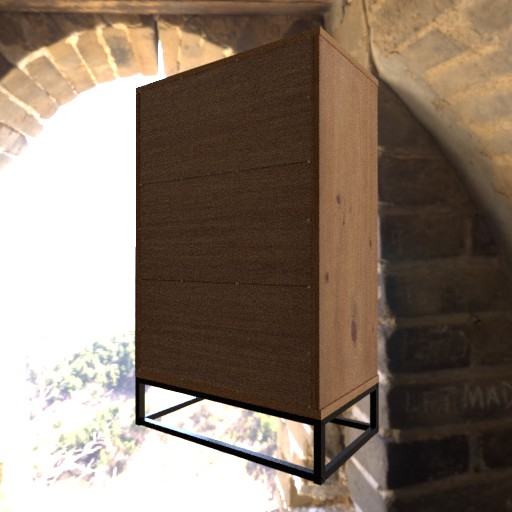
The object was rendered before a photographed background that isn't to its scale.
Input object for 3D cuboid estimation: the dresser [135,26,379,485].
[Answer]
[{"bbox_3d":[0.000,0.000,1.604,0.761,1.240,0.479,0,0,35],"label":"dresser"}]
